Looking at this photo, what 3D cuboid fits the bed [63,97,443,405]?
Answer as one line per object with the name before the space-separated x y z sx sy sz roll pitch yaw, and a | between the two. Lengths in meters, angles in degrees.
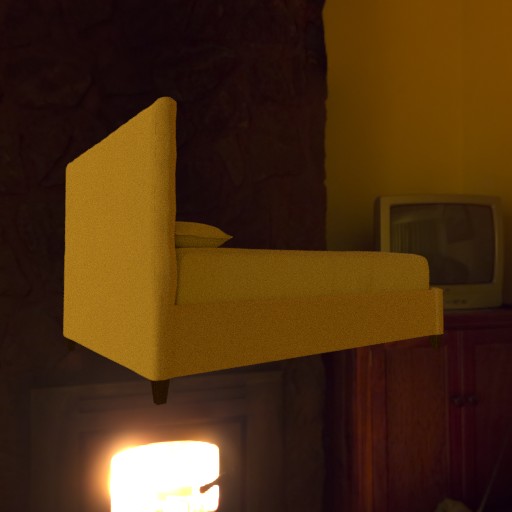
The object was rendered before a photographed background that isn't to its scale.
bed | 0.000 0.000 3.391 2.387 1.427 1.698 1 -2 -37
